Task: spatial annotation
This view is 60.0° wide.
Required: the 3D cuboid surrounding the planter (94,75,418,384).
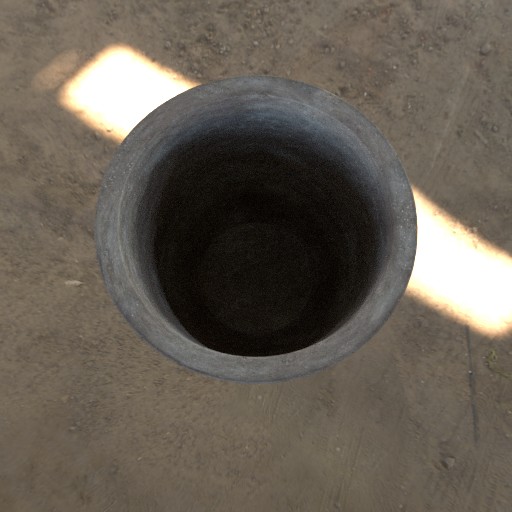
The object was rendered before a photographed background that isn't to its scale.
[{"bbox_3d":[0.000,0.000,0.226,0.122,0.128,0.122,0,76,0],"label":"planter"}]
